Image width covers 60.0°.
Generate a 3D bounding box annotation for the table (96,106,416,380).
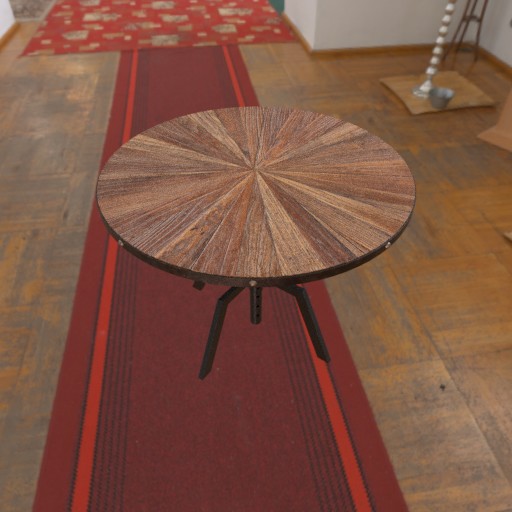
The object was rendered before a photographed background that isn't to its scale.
[{"bbox_3d":[0.000,0.000,1.482,0.885,0.658,0.885,0,41,0],"label":"table"}]
